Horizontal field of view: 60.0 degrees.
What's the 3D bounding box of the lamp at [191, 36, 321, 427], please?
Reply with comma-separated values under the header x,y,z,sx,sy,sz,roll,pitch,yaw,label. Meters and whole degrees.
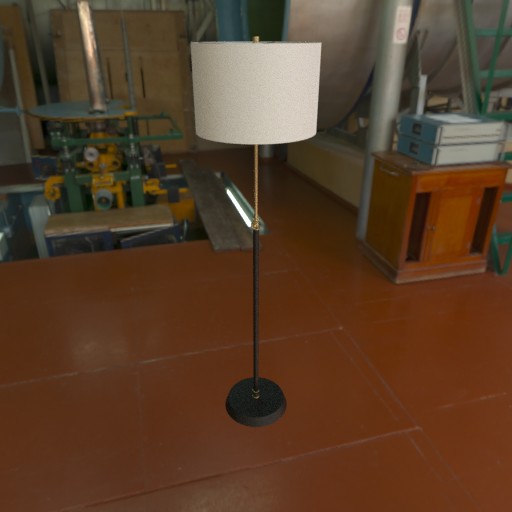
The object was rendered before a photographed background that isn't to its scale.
x,y,z,sx,sy,sz,roll,pitch,yaw,label
0.000,0.000,1.710,0.404,1.517,0.404,9,28,17,lamp
